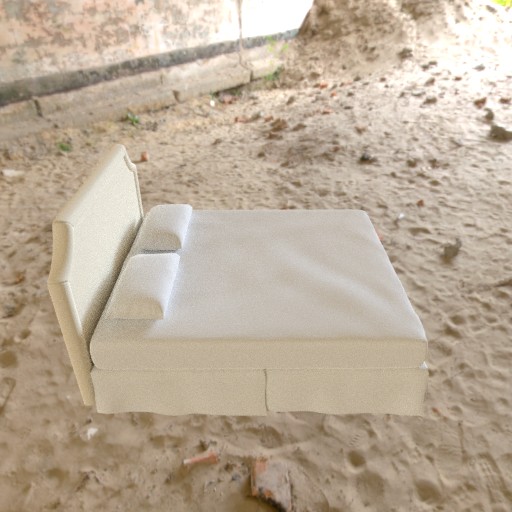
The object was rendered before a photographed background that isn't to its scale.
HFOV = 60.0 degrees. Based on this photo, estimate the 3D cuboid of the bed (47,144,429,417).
[{"bbox_3d":[0.000,0.000,4.094,2.773,1.590,2.350,0,32,0],"label":"bed"}]
